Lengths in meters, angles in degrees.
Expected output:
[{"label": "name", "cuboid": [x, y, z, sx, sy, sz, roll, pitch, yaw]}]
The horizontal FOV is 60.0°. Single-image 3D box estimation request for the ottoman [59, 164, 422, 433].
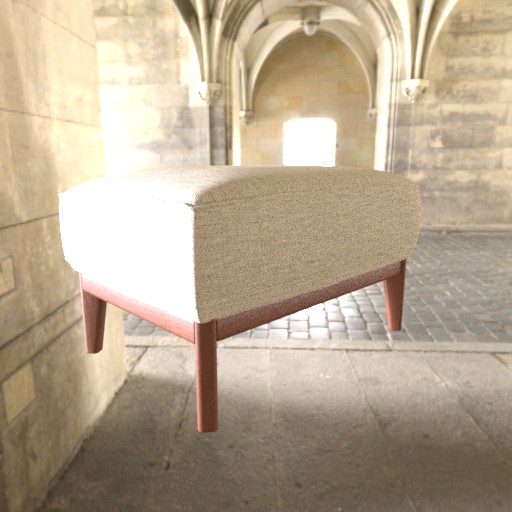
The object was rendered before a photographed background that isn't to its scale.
[{"label": "ottoman", "cuboid": [0.000, 0.000, 1.162, 0.794, 0.465, 0.594, -12, 17, -43]}]
